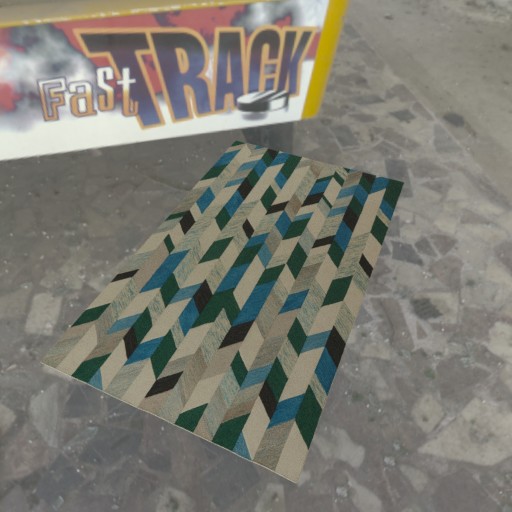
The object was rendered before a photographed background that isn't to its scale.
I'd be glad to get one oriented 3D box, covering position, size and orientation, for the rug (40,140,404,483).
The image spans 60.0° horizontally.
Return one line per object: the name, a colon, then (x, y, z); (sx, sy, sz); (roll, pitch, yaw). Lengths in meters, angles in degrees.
rug: (0.000, 0.000, 2.979); (1.507, 0.007, 2.433); (18, 49, 16)
